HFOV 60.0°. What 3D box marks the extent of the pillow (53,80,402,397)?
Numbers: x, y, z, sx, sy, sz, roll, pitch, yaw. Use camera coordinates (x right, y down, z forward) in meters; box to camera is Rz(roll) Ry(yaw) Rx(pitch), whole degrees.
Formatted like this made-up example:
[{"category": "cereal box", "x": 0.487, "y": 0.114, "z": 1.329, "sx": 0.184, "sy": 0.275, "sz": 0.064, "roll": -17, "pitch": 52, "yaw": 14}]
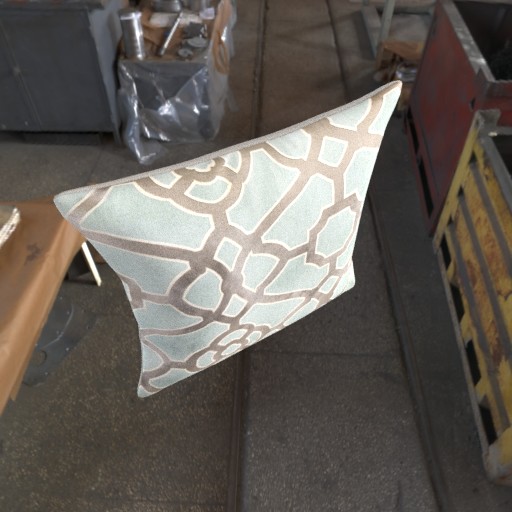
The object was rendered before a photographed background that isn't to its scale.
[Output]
[{"category": "pillow", "x": 0.000, "y": 0.000, "z": 0.795, "sx": 0.552, "sy": 0.508, "sz": 0.166, "roll": -24, "pitch": 52, "yaw": -21}]
